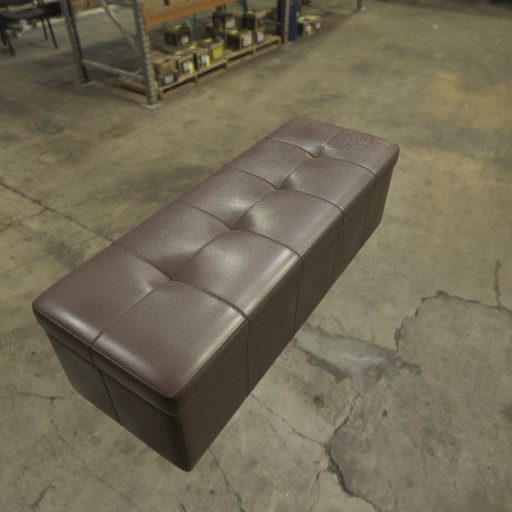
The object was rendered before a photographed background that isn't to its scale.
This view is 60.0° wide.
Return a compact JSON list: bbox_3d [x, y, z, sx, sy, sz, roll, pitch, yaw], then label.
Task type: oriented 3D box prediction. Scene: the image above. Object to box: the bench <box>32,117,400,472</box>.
[{"bbox_3d":[0.000,0.000,1.407,0.450,0.417,1.219,24,47,25],"label":"bench"}]
